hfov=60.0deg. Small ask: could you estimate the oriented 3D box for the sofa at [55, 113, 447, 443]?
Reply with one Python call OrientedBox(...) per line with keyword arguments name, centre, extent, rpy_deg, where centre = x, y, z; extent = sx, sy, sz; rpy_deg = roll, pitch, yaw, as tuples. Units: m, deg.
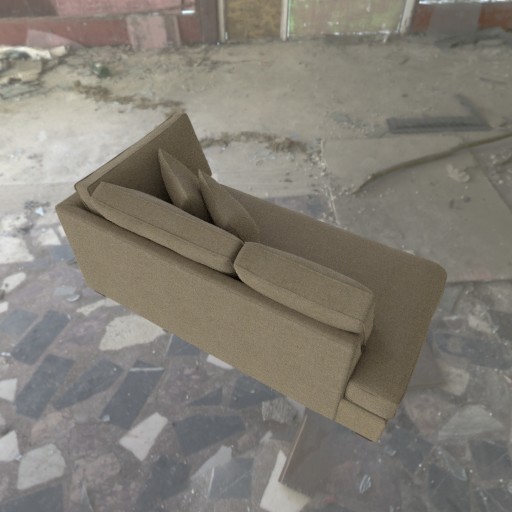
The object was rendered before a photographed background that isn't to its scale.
OrientedBox(name="sofa", centre=(0.000, 0.000, 2.837), extent=(2.238, 1.019, 1.110), rpy_deg=(23, 50, 21))
